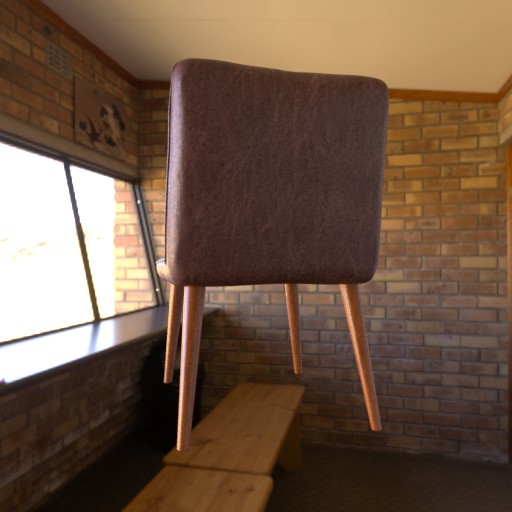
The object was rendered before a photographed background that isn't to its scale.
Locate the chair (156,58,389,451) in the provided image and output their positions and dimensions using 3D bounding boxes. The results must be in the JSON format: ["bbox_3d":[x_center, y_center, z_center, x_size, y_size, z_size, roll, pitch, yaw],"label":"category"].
[{"bbox_3d":[0.000,0.000,1.219,0.543,0.803,0.645,0,-1,-19],"label":"chair"}]
